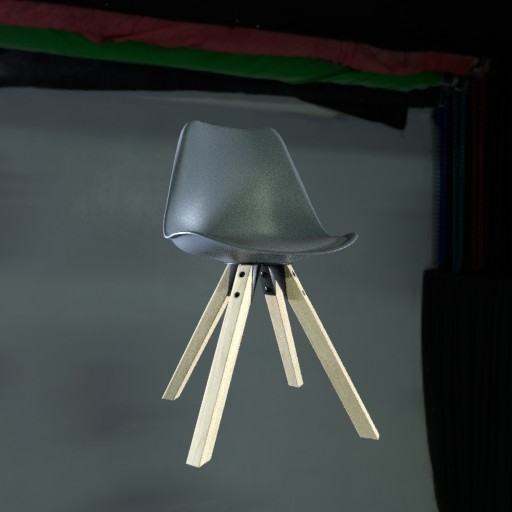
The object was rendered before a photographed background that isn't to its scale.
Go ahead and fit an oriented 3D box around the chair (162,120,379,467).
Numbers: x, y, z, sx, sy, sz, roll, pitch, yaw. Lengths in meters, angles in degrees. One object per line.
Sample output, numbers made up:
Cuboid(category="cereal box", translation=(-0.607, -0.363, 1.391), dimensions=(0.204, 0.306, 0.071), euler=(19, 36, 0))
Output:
Cuboid(category="chair", translation=(0.000, 0.000, 1.198), dimensions=(0.485, 0.850, 0.550), euler=(0, 0, -18))
